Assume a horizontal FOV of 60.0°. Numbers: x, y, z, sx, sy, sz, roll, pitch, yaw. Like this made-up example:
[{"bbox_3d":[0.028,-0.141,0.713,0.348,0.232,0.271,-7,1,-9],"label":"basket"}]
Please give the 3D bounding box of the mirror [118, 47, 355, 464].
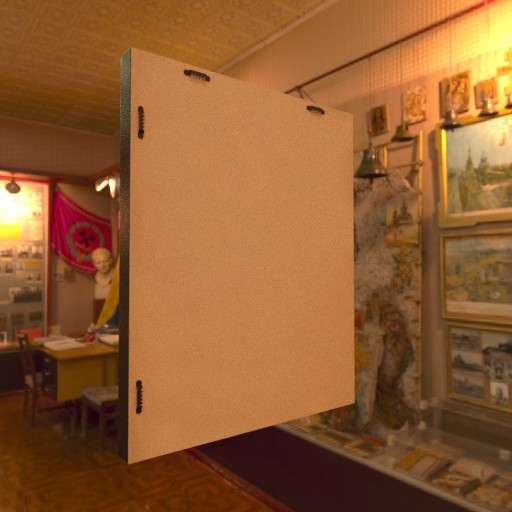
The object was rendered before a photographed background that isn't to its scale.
[{"bbox_3d":[0.000,0.000,0.672,0.406,0.509,0.041,1,-2,-36],"label":"mirror"}]
